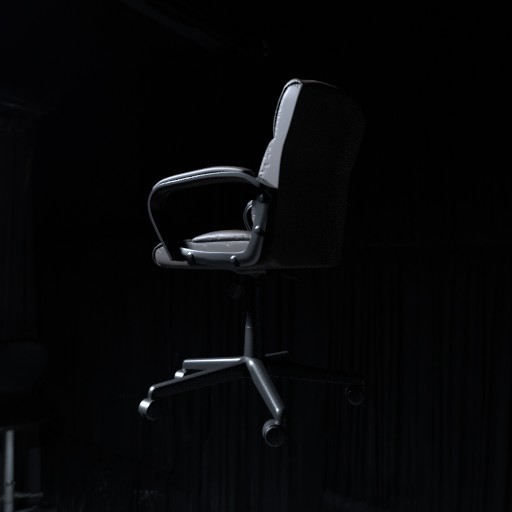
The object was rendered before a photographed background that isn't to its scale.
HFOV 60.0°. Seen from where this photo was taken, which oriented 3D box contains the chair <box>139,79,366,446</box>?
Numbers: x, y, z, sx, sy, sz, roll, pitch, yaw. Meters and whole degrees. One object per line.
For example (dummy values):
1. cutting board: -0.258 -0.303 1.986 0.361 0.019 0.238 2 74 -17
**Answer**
1. chair: 0.000 0.000 1.550 0.717 1.004 0.739 0 -1 37
